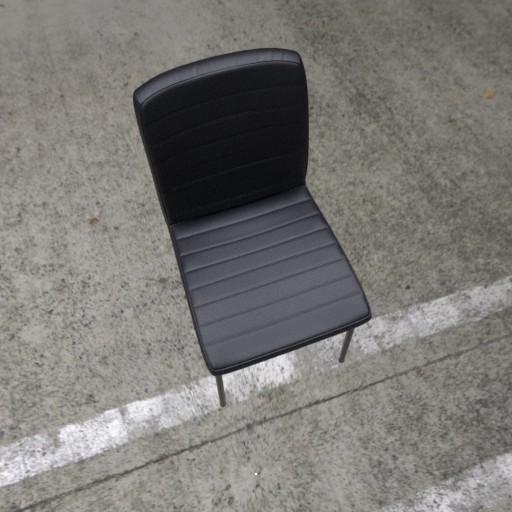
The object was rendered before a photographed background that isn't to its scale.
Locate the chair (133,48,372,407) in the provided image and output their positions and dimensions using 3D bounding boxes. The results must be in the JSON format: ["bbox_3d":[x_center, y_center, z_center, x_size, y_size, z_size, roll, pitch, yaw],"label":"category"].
[{"bbox_3d":[0.000,0.000,1.222,0.450,0.872,0.572,-18,65,-9],"label":"chair"}]
